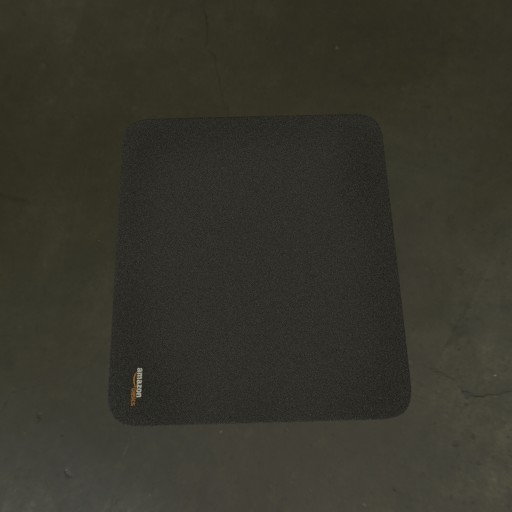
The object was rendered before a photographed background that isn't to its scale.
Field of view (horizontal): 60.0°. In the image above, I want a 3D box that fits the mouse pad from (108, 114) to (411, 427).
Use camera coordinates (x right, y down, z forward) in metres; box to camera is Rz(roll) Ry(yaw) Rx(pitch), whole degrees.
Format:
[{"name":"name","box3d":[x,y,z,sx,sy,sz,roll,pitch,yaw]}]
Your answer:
[{"name":"mouse pad","box3d":[0.000,0.000,0.322,0.203,0.003,0.229,-2,75,0]}]
